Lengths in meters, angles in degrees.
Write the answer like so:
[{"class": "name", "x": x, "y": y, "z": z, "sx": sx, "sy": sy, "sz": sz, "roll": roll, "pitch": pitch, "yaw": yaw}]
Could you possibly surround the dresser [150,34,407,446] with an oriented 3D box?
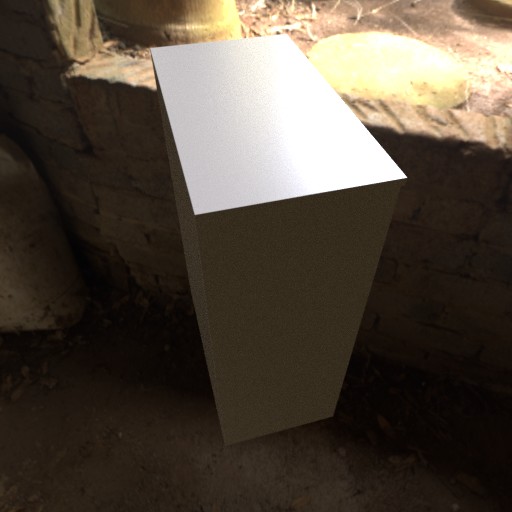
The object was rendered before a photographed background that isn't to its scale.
[{"class": "dresser", "x": 0.000, "y": 0.000, "z": 1.366, "sx": 0.401, "sy": 1.021, "sz": 0.704, "roll": -11, "pitch": 48, "yaw": -10}]
